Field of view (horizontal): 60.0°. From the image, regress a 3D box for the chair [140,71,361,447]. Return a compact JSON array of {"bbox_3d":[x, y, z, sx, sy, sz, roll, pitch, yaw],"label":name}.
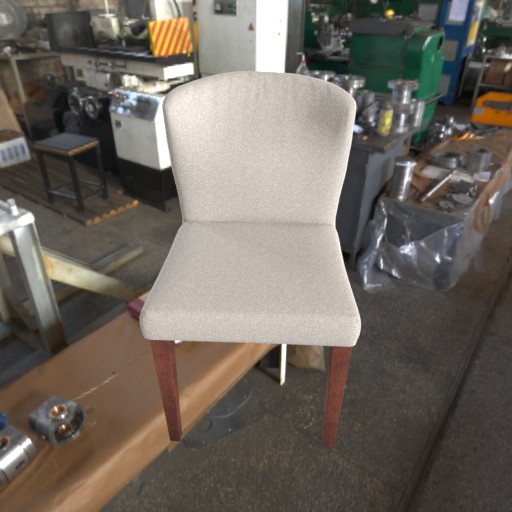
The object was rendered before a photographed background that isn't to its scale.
[{"bbox_3d":[0.000,0.000,1.184,0.491,0.839,0.592,1,31,2],"label":"chair"}]
